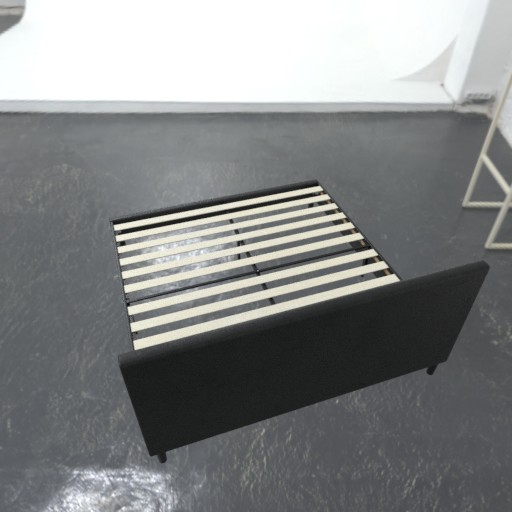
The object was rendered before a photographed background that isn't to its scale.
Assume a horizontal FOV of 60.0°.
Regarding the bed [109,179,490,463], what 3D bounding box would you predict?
[{"bbox_3d":[0.000,0.000,3.310,2.018,1.046,2.152,-13,42,-14],"label":"bed"}]
